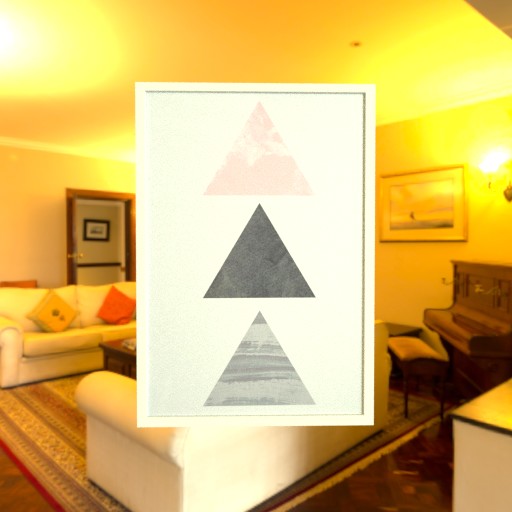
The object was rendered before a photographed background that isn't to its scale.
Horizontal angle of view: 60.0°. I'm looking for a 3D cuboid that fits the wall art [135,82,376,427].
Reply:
[{"bbox_3d":[0.000,0.000,0.853,0.456,0.656,0.013,0,1,-1],"label":"wall art"}]
